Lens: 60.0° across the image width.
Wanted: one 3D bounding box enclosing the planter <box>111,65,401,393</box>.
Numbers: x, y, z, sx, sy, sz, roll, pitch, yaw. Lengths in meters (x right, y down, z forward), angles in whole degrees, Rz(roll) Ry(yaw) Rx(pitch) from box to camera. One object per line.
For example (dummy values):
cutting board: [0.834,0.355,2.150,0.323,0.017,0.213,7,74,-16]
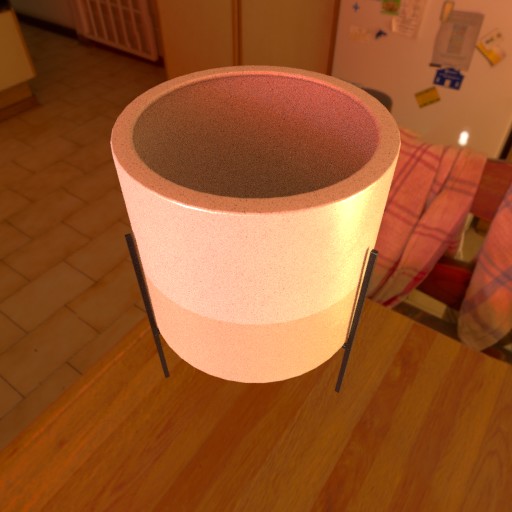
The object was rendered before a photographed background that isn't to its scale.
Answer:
planter: [0.000,0.000,0.729,0.359,0.484,0.368,4,45,4]
